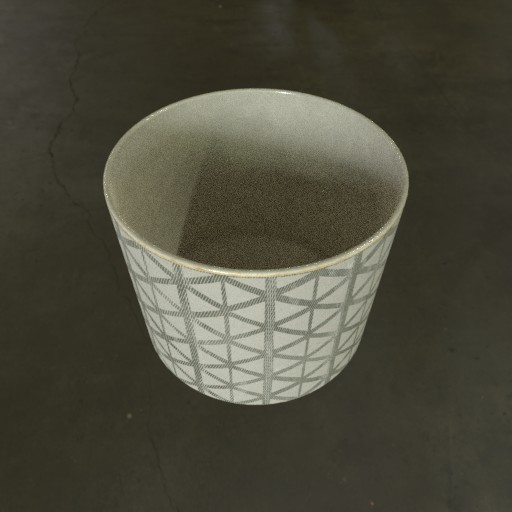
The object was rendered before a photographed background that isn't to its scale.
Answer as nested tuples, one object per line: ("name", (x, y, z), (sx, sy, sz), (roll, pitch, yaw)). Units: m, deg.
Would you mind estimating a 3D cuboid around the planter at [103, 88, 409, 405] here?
("planter", (0.000, 0.000, 0.348), (0.190, 0.181, 0.190), (0, 48, 0))
